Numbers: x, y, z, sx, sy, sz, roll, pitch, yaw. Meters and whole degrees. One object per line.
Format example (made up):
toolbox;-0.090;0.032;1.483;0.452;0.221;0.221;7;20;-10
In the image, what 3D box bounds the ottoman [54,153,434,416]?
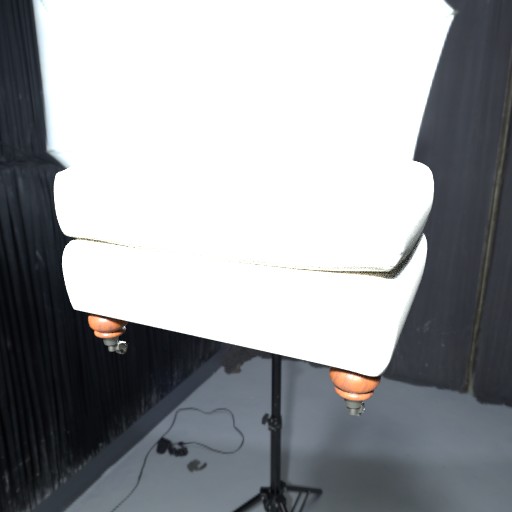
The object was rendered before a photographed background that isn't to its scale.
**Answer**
ottoman;0.000;0.000;1.107;0.773;0.499;0.569;7;16;25
